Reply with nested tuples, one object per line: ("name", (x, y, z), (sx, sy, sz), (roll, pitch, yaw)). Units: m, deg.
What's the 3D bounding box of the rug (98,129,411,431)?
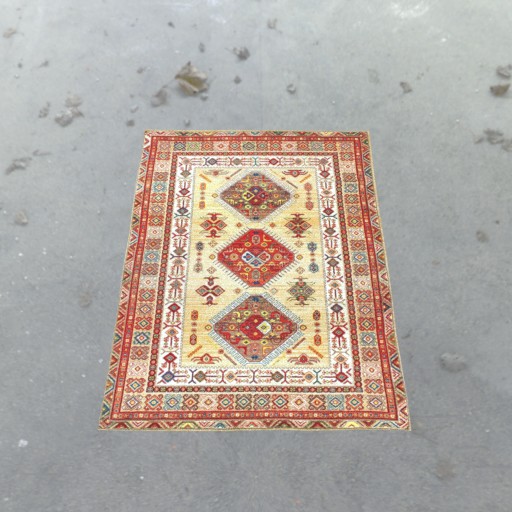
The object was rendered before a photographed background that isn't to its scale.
("rug", (0.000, 0.000, 4.154), (2.460, 0.005, 3.067), (0, 64, 0))
